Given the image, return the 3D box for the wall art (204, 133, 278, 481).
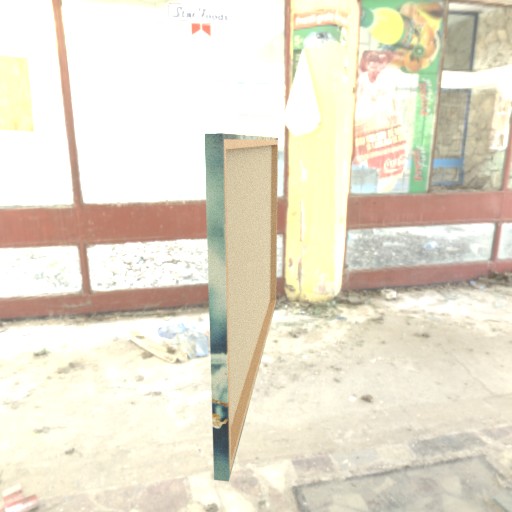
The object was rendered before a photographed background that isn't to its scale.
[{"bbox_3d":[0.000,0.000,1.454,0.035,0.759,1.138,2,15,8],"label":"wall art"}]
